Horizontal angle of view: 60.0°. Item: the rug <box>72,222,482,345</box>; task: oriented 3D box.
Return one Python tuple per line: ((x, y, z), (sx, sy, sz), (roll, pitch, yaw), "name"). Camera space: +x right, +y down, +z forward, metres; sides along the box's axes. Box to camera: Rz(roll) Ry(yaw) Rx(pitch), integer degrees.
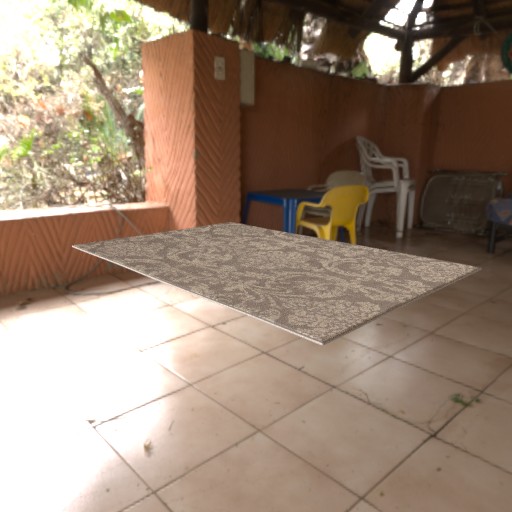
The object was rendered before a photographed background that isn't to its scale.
((0.000, 0.000, 2.327), (1.206, 0.012, 1.824), (-13, 19, -42), "rug")
